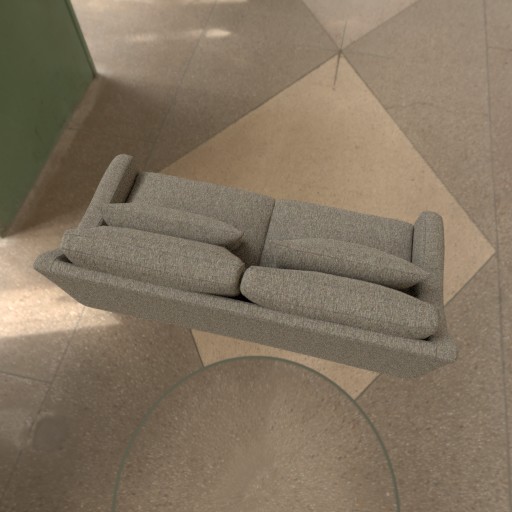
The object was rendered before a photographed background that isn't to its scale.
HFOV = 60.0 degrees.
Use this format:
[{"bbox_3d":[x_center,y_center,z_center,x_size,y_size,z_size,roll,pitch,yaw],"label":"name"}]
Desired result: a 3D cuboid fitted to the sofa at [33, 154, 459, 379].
[{"bbox_3d":[0.000,0.000,2.964,2.418,0.998,1.103,12,62,6],"label":"sofa"}]
